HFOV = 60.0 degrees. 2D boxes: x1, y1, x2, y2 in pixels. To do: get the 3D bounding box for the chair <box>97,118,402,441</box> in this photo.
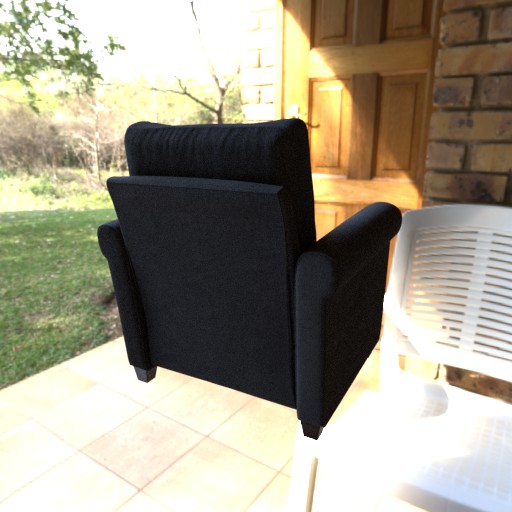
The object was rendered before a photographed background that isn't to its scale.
[{"bbox_3d":[0.000,0.000,1.623,0.867,0.942,0.828,8,17,28],"label":"chair"}]
